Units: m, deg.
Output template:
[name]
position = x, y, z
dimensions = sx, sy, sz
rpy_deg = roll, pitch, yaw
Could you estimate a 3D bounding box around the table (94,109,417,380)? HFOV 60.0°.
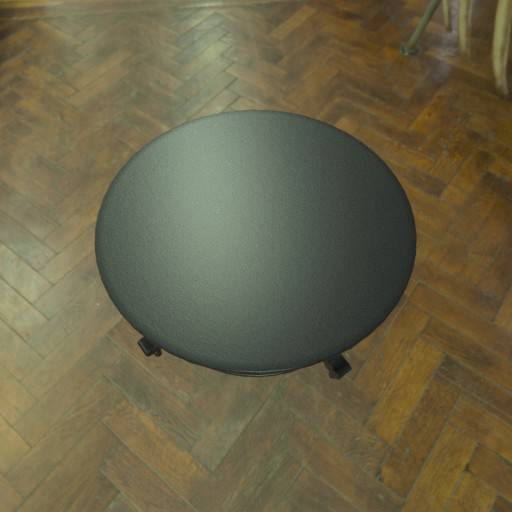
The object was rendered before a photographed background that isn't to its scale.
[table]
position = 0.000, 0.000, 1.639
dimensions = 1.029, 0.491, 1.029
rpy_deg = 0, 58, 0
